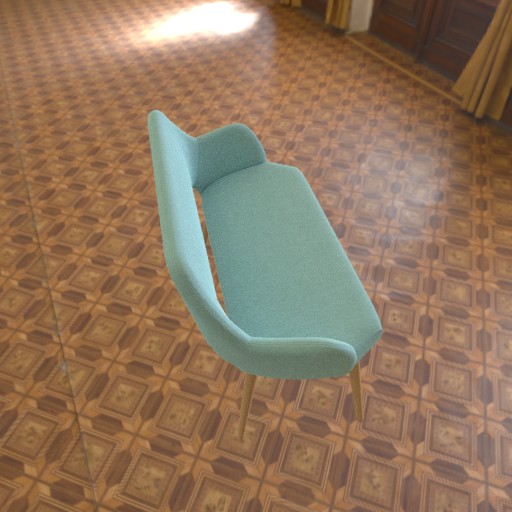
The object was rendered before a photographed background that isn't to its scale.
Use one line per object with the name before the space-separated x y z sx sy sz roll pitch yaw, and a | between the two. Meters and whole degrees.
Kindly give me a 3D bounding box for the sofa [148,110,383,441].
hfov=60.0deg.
sofa | 0.000 0.000 1.630 0.610 0.840 1.150 -10 46 -9
